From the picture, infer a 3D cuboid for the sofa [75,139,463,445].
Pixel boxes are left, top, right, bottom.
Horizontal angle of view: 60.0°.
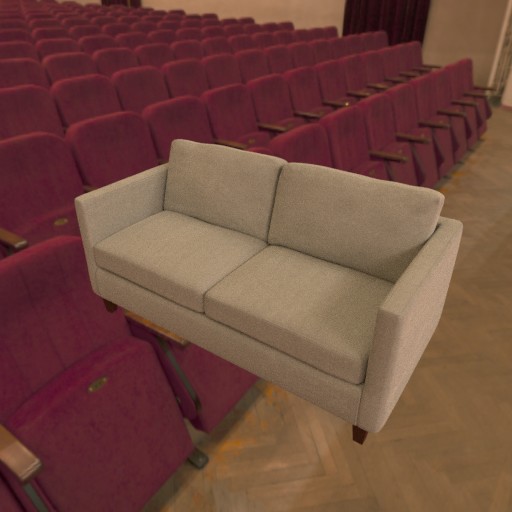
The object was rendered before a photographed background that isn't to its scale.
[{"bbox_3d":[0.000,0.000,2.451,1.884,0.963,0.950,19,35,29],"label":"sofa"}]
